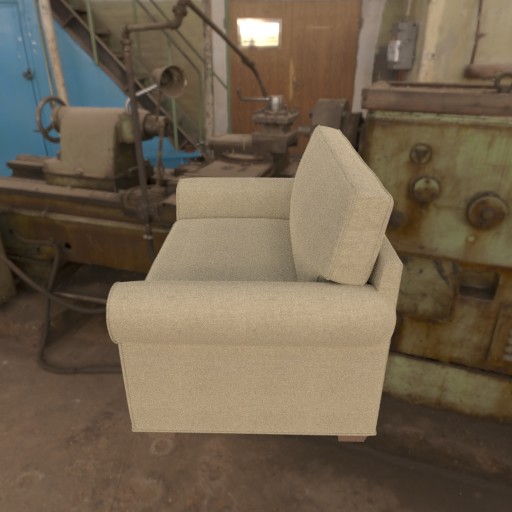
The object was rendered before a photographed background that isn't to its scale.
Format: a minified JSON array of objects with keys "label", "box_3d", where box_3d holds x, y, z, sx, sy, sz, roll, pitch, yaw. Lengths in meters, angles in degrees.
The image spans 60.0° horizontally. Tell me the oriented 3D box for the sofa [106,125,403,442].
[{"label":"sofa","box_3d":[0.000,0.000,2.036,0.936,0.991,1.405,1,26,1]}]
